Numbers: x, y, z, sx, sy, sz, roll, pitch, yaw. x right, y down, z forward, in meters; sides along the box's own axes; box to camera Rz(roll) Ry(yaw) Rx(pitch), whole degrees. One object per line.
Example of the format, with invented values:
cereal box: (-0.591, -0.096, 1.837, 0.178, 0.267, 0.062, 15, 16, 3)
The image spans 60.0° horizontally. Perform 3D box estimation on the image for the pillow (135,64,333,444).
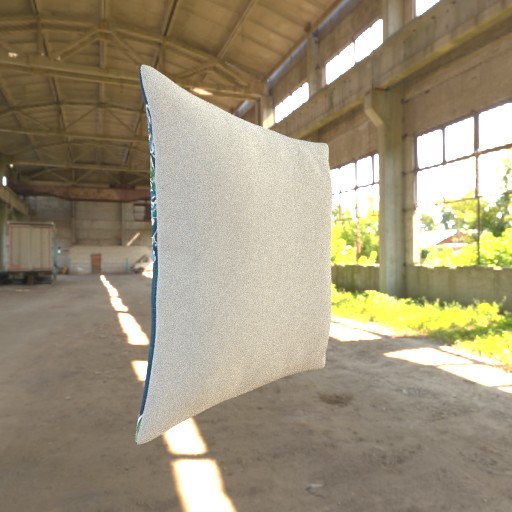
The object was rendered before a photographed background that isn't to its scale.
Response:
pillow: (0.000, 0.000, 0.798, 0.166, 0.508, 0.525, 0, 0, 37)
